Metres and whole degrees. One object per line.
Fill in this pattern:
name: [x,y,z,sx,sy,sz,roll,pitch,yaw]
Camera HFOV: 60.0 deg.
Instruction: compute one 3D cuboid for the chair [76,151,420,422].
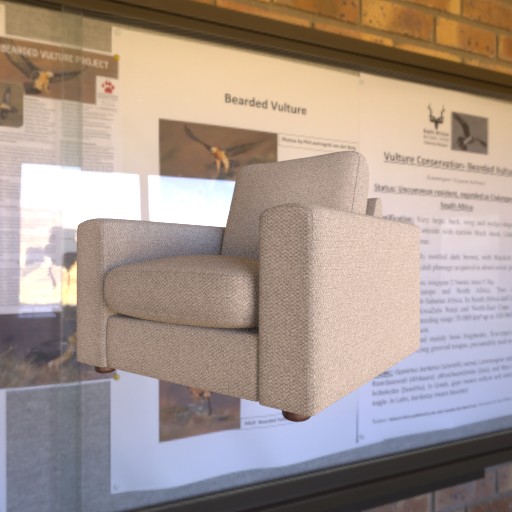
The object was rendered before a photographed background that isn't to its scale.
chair: [0.000,0.000,1.755,1.005,0.873,1.016,0,0,35]
